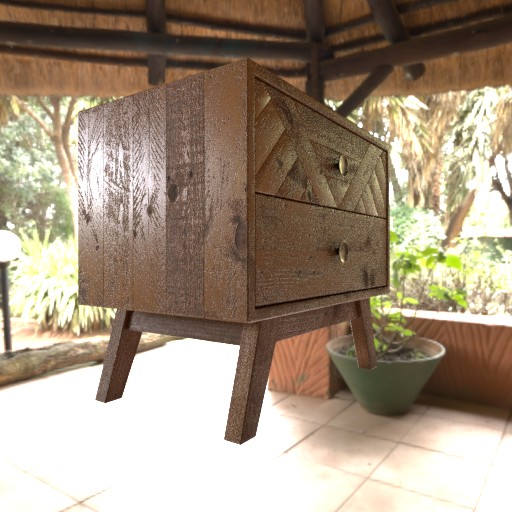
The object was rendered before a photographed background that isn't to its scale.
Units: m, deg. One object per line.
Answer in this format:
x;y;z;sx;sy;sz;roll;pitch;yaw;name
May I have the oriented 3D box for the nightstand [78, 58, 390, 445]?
0.000;0.000;1.056;0.450;0.599;0.650;0;0;35;nightstand
